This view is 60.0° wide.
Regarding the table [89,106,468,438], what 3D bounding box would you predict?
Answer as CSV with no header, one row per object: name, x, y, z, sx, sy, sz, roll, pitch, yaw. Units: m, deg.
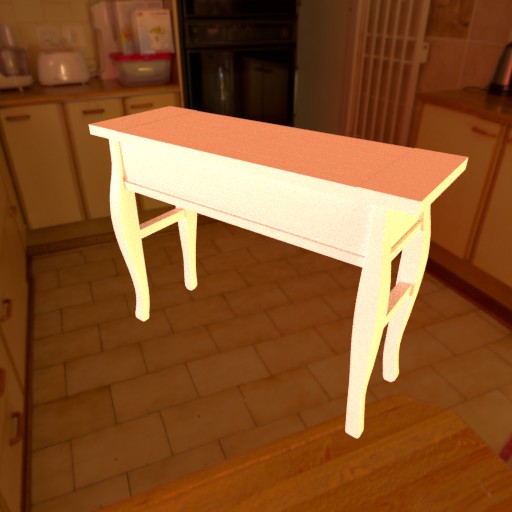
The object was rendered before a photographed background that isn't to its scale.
table,0.000,0.000,1.452,1.062,0.768,0.373,20,35,31
